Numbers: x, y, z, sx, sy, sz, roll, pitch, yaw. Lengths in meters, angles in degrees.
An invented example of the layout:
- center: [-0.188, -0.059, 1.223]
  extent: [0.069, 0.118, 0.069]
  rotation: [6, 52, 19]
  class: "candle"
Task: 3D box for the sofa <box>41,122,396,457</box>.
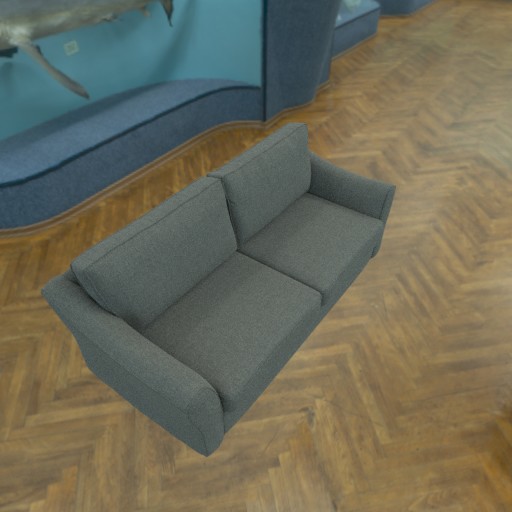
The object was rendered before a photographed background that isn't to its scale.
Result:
- center: [0.000, 0.000, 2.782]
  extent: [1.013, 0.976, 2.203]
  rotation: [26, 47, 27]
  class: "sofa"
